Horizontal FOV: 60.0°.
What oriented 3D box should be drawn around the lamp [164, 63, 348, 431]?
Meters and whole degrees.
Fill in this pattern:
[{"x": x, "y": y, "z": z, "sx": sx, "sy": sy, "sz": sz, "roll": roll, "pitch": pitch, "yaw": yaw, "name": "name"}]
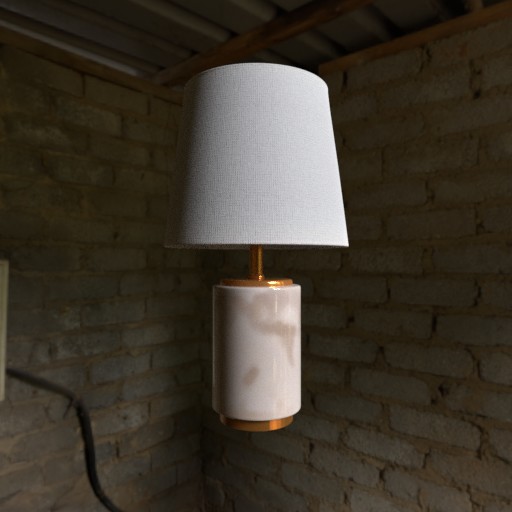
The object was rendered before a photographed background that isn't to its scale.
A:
[{"x": 0.000, "y": 0.000, "z": 0.464, "sx": 0.189, "sy": 0.340, "sz": 0.189, "roll": 0, "pitch": 0, "yaw": 0, "name": "lamp"}]
